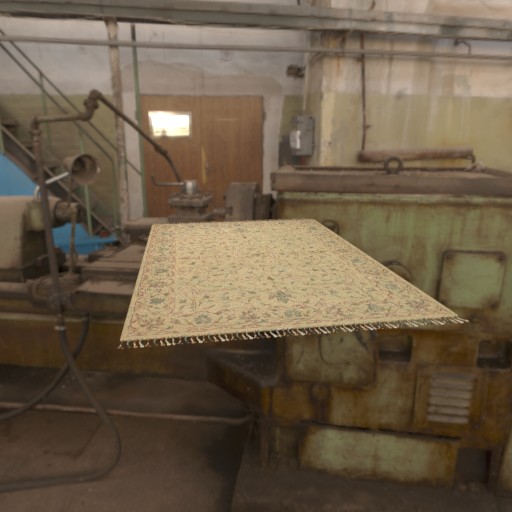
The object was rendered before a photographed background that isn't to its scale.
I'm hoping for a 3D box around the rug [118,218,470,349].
[{"bbox_3d":[0.000,0.000,3.010,1.544,0.010,2.435,-3,16,-9],"label":"rug"}]
